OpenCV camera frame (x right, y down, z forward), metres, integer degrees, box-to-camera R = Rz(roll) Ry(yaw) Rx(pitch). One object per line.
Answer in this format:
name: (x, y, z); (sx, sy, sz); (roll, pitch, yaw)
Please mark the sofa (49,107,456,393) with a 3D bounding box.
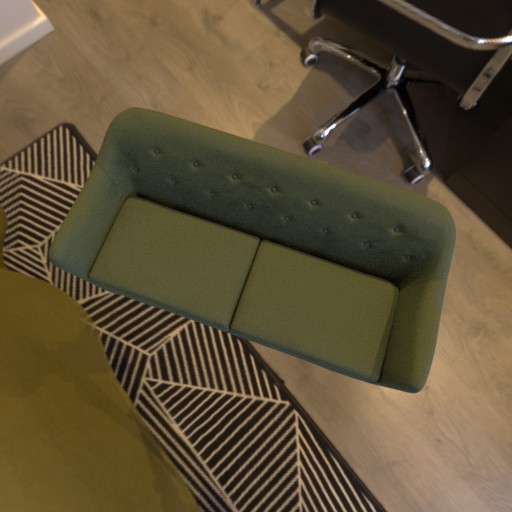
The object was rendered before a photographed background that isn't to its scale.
sofa: (0.000, 0.000, 2.275); (1.840, 0.836, 0.820); (19, 76, 5)
